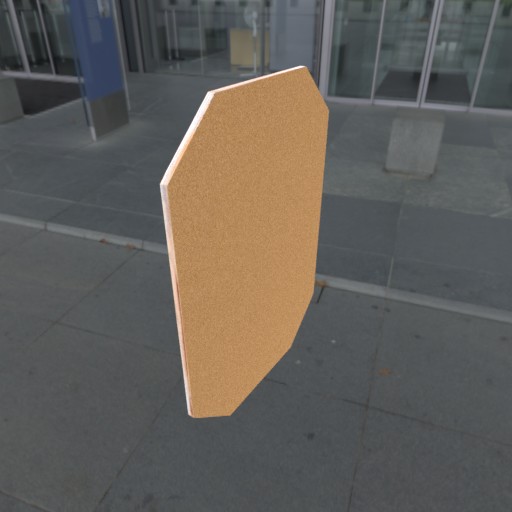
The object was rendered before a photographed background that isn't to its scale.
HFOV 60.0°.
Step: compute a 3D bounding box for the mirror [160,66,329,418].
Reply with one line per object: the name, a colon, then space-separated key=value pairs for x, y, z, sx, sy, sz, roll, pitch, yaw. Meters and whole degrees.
mirror: x=0.000 y=0.000 z=1.331 sx=0.061 sy=1.015 sz=0.709 roll=20 pitch=37 yaw=29
